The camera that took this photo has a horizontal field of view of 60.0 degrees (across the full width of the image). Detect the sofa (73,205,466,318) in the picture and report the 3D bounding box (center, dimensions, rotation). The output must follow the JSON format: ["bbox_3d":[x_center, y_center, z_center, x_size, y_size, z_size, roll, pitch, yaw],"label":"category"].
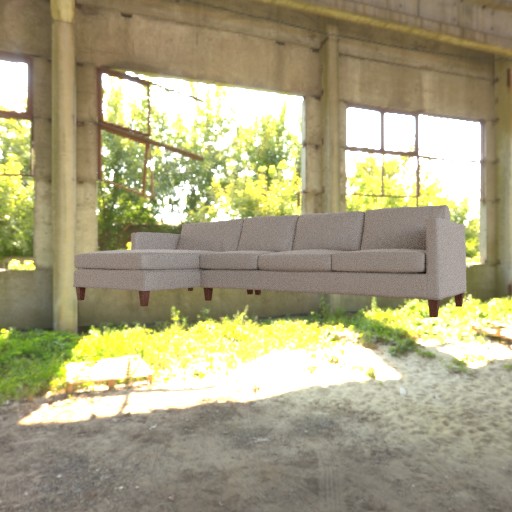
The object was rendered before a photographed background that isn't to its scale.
[{"bbox_3d":[0.000,0.000,3.974,3.186,0.846,1.625,0,0,36],"label":"sofa"}]
